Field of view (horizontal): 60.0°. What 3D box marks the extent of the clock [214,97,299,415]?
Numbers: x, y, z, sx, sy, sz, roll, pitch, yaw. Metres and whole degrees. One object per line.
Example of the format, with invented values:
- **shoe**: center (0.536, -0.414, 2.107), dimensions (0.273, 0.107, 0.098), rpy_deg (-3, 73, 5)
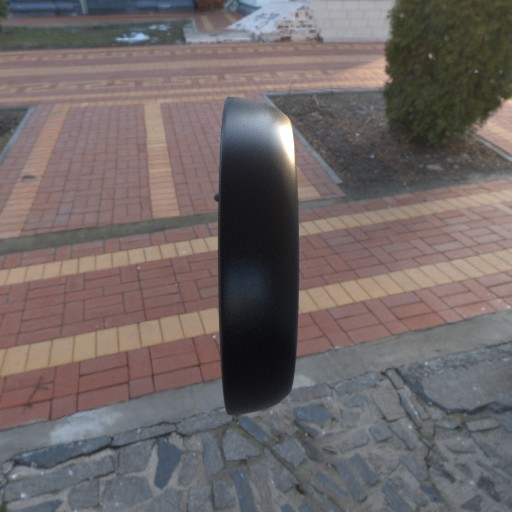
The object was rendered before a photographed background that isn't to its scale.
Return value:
- **clock**: center (0.000, 0.000, 0.444), dimensions (0.060, 0.300, 0.300), rpy_deg (0, 33, 0)
